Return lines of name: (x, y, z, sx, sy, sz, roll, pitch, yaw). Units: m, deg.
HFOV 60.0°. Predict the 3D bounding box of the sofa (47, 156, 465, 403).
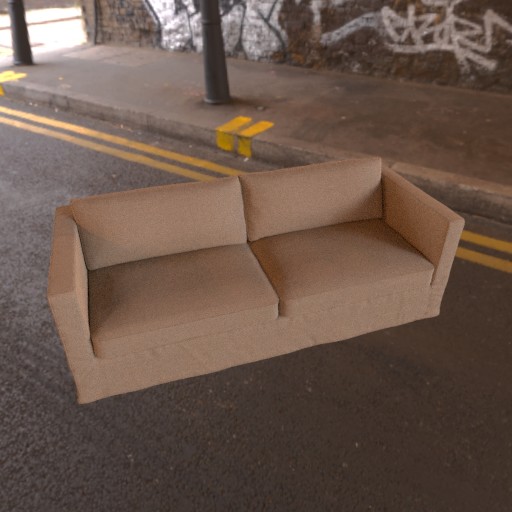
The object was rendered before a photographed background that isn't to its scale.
sofa: (0.000, 0.000, 2.762, 2.296, 0.847, 0.956, -10, 35, -15)
